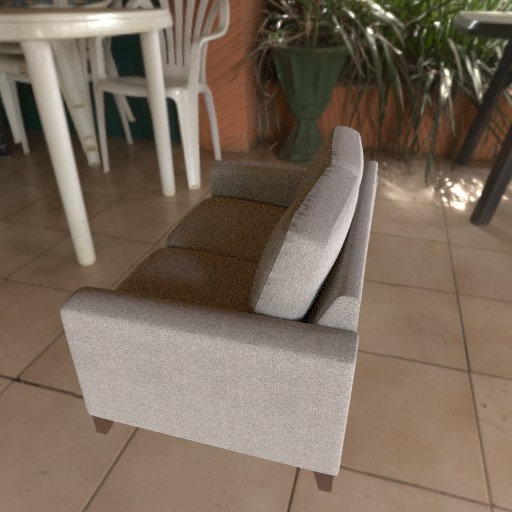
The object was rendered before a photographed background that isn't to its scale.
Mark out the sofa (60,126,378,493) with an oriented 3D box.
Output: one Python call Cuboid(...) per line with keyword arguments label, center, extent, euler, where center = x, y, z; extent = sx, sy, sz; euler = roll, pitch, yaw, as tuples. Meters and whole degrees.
Cuboid(label="sofa", center=(0.000, 0.000, 1.892), extent=(0.917, 0.873, 1.420), euler=(8, 32, 13))
